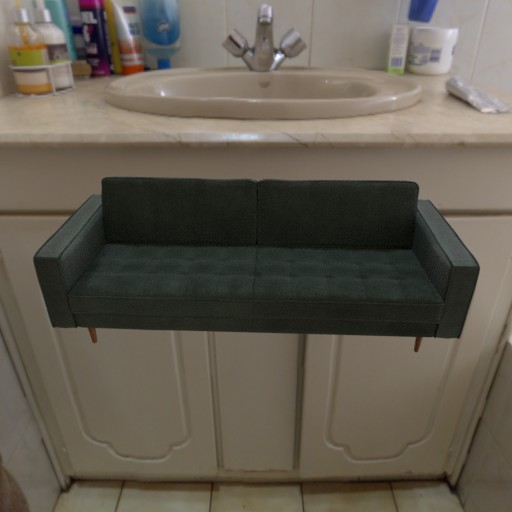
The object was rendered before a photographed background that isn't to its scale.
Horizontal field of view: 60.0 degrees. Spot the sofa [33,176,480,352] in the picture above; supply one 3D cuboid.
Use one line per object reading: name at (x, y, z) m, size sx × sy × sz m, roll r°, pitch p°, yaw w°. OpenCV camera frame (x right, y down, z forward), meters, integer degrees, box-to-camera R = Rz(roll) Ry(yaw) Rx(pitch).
sofa at (0.000, 0.000, 2.598) m, size 2.214 × 0.781 × 0.886 m, roll 1°, pitch 29°, yaw 2°
